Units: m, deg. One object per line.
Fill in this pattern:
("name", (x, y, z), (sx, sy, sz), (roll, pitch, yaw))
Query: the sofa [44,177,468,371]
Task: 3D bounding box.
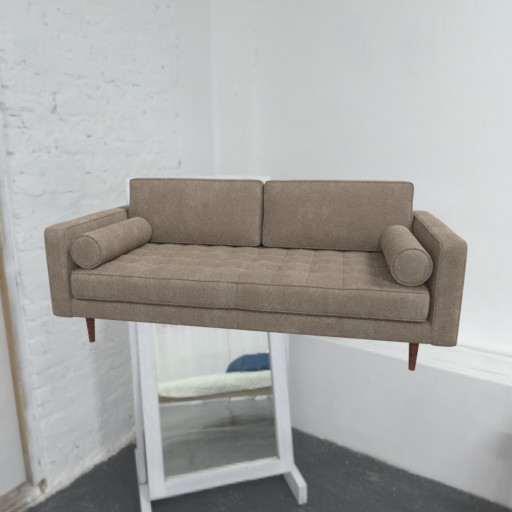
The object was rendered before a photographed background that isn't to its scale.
("sofa", (0.000, 0.000, 2.327), (1.883, 0.769, 0.920), (3, 14, 11))
